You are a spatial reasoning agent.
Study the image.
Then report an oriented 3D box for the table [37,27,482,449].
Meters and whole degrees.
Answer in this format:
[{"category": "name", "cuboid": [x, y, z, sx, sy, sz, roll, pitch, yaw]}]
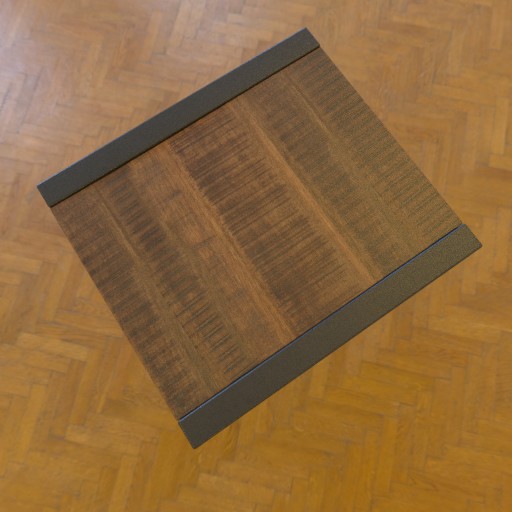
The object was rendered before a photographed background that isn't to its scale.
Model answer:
[{"category": "table", "cuboid": [0.000, 0.000, 0.924, 0.500, 0.550, 0.449, -33, 79, -7]}]
